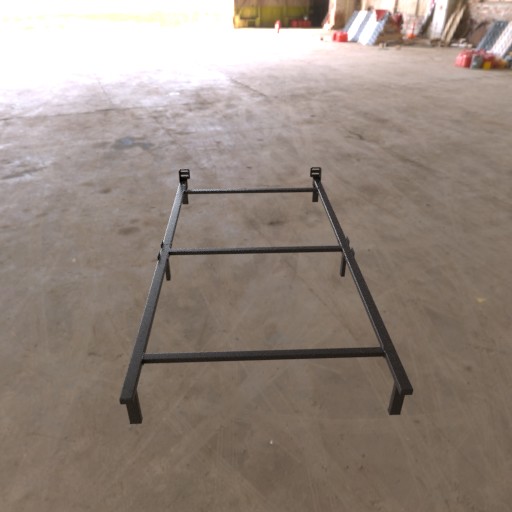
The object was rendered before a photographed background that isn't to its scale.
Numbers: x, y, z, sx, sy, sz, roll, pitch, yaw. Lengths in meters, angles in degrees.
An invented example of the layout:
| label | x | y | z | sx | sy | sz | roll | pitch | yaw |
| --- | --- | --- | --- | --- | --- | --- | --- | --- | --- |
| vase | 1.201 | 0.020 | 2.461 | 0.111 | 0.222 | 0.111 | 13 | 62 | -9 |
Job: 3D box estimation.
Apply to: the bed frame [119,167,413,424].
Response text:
| label | x | y | z | sx | sy | sz | roll | pitch | yaw |
| --- | --- | --- | --- | --- | --- | --- | --- | --- | --- |
| bed frame | 0.000 | 0.000 | 2.269 | 0.968 | 0.248 | 1.897 | -1 | 31 | -2 |
